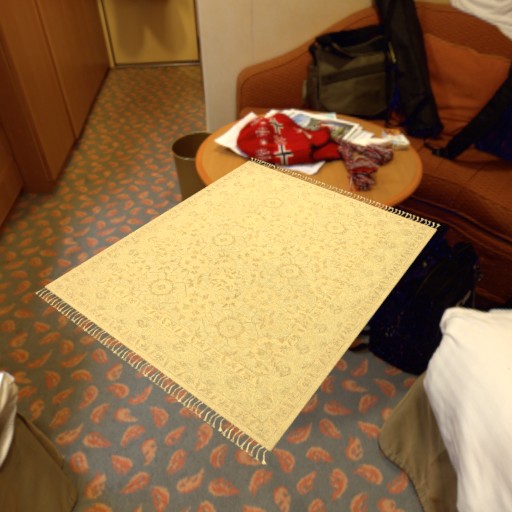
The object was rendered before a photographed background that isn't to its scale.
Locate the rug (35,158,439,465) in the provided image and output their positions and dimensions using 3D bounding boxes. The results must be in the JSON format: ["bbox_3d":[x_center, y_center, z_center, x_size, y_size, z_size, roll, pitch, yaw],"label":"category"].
[{"bbox_3d":[0.000,0.000,4.117,2.444,0.013,3.043,26,46,28],"label":"rug"}]
